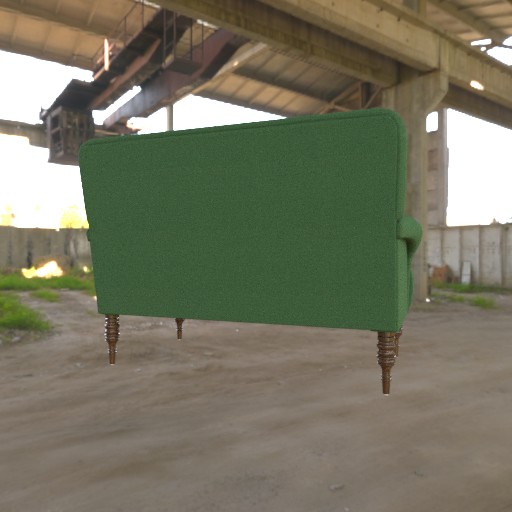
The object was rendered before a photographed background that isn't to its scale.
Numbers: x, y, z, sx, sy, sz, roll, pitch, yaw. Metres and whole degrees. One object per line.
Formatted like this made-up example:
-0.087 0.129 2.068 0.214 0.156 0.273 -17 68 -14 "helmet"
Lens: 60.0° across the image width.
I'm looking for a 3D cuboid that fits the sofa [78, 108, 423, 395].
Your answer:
0.000 0.000 1.844 1.297 0.889 0.779 0 1 21 "sofa"
